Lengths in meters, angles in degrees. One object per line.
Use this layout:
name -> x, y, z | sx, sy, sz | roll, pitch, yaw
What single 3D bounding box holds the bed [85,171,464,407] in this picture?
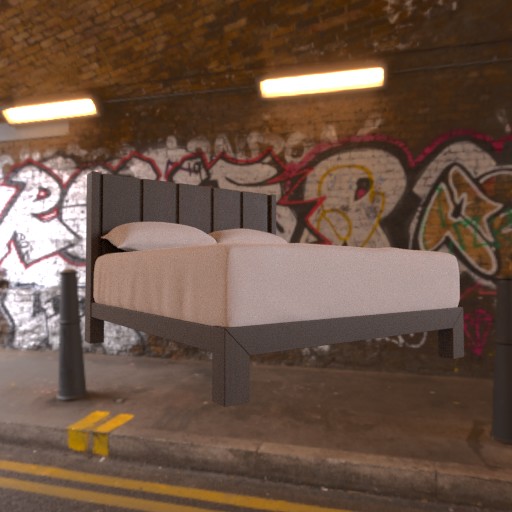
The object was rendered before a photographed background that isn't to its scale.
bed -> 0.000, 0.000, 3.049 | 1.735, 1.261, 1.992 | 1, -2, -36
